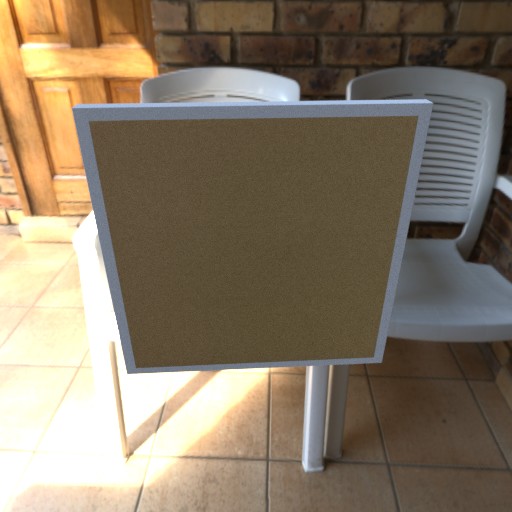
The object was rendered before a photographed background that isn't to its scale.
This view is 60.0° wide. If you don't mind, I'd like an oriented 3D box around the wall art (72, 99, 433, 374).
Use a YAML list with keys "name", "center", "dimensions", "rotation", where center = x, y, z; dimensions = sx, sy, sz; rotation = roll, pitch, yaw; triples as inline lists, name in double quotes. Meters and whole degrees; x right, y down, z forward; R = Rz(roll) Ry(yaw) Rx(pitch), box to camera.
- name: "wall art"
  center: [0.000, 0.000, 1.145]
  dimensions: [0.763, 0.761, 0.038]
  rotation: [-2, 31, -3]
